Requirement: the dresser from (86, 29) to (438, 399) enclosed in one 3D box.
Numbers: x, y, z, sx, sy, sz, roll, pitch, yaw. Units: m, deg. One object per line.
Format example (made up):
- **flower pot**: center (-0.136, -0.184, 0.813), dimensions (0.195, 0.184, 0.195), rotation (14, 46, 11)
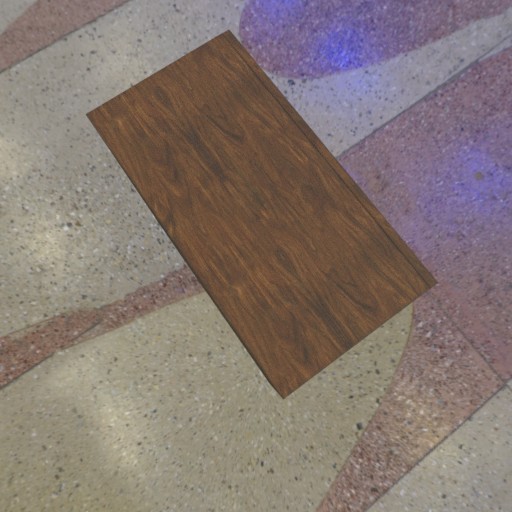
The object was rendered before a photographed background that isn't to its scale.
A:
- **dresser**: center (0.000, 0.000, 1.825), dimensions (0.498, 1.365, 0.919), rotation (-35, 78, -8)
